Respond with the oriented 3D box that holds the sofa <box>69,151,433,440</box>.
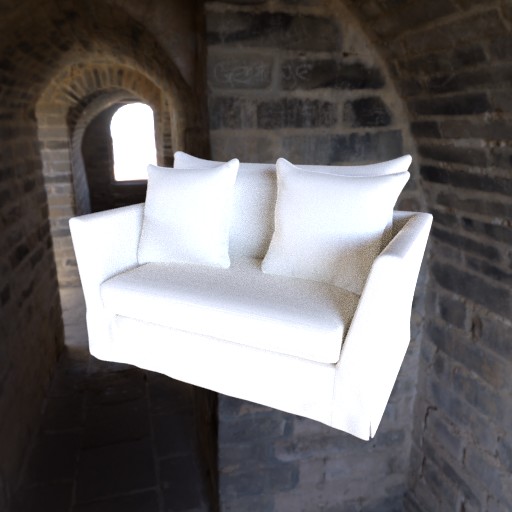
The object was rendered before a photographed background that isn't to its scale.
[{"bbox_3d":[0.000,0.000,2.325,1.608,1.039,1.026,8,18,26],"label":"sofa"}]
